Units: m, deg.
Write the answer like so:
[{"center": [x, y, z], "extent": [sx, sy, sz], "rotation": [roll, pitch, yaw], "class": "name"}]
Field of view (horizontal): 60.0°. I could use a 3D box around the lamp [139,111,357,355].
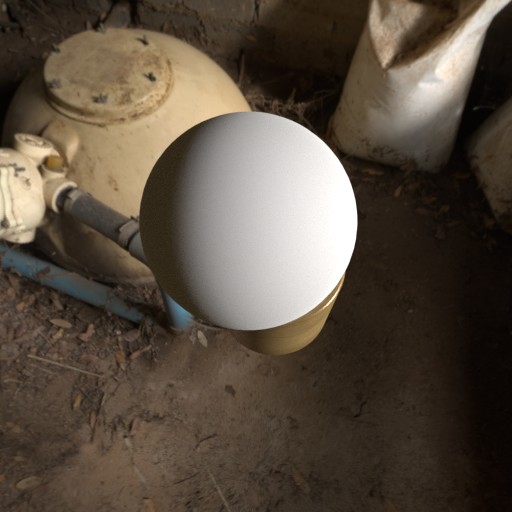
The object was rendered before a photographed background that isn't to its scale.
[{"center": [0.000, 0.000, 0.346], "extent": [0.152, 0.250, 0.141], "rotation": [-19, 66, -9], "class": "lamp"}]
